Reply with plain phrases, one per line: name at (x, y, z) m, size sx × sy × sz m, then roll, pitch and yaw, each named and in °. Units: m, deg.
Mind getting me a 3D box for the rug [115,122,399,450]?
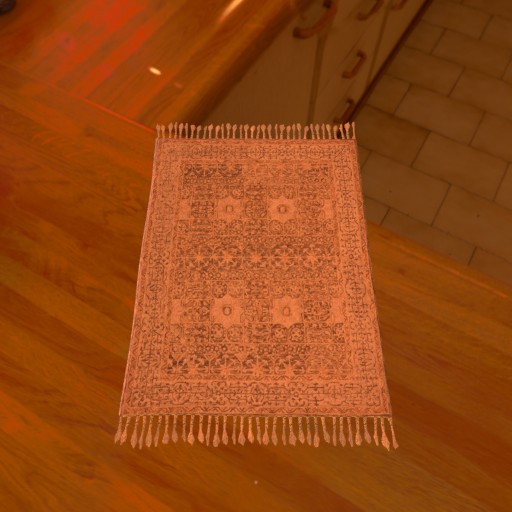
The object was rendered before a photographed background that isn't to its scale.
rug at (0.000, 0.000, 3.055) m, size 1.619 × 0.023 × 2.465 m, roll 0°, pitch 63°, yaw 0°
